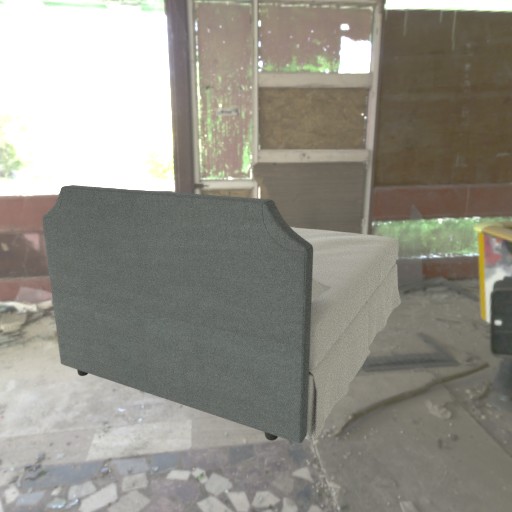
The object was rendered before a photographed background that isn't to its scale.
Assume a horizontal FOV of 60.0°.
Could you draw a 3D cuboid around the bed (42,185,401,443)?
[{"bbox_3d":[0.000,0.000,3.599,1.977,1.306,2.464,8,17,26],"label":"bed"}]
